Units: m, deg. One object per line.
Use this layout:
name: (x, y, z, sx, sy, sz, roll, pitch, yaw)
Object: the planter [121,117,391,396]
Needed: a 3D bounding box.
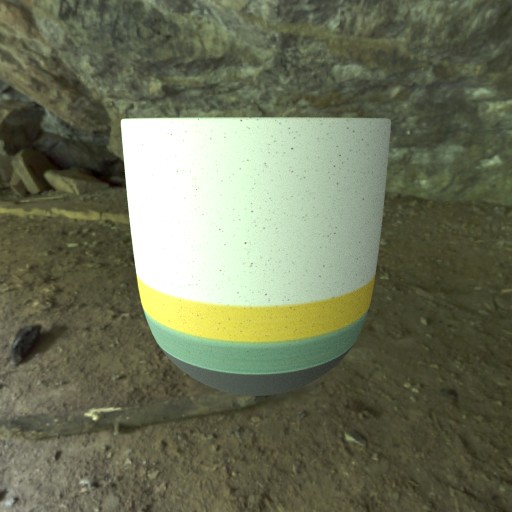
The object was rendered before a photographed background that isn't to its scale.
planter: (0.000, 0.000, 0.363, 0.195, 0.214, 0.195, 0, 16, 0)
